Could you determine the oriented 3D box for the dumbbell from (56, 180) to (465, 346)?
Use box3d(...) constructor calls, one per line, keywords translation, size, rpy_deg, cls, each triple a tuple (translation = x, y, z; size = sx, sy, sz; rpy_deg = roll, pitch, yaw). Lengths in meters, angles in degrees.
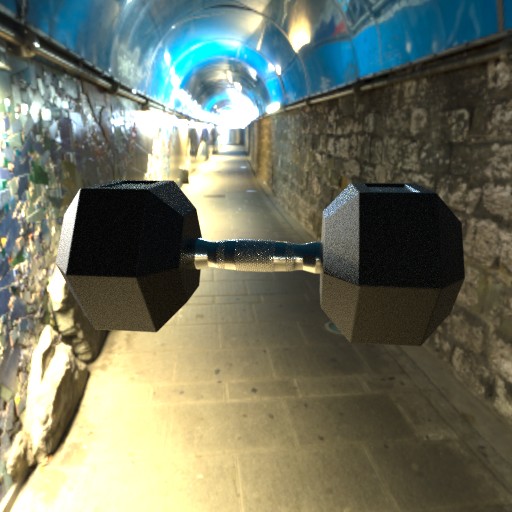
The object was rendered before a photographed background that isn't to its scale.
box3d(translation=(0.000, 0.000, 0.434), size=(0.361, 0.137, 0.157), rpy_deg=(2, 15, 7), cls="dumbbell")
